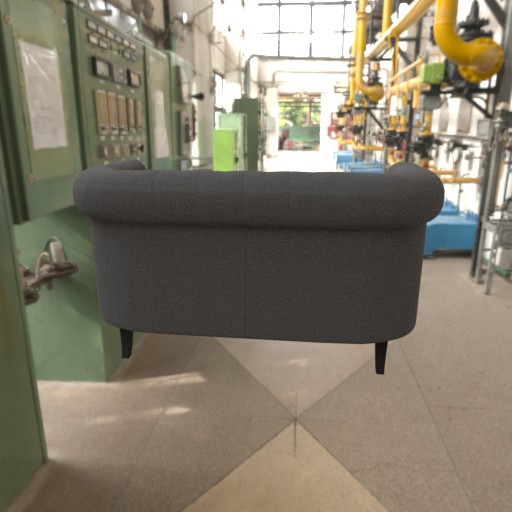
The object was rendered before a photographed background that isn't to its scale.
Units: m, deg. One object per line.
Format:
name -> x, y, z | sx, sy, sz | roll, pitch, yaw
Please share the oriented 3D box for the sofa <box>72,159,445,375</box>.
sofa -> 0.000, 0.000, 2.028 | 1.558, 0.827, 0.835 | 2, 16, 7
